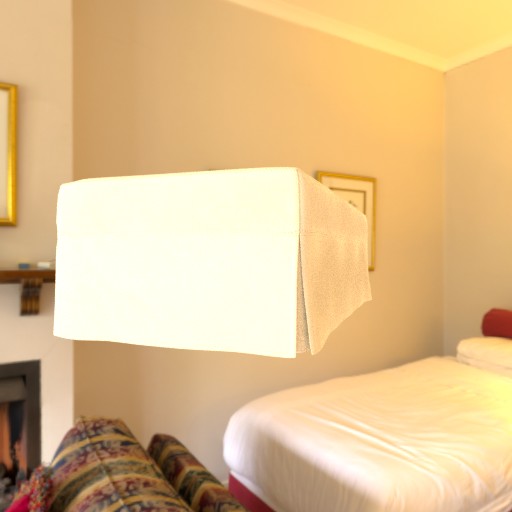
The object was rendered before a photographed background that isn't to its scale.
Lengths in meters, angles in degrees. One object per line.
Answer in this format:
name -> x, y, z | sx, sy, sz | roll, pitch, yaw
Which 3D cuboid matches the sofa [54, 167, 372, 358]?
sofa -> 0.000, 0.000, 2.132 | 0.939, 0.552, 1.677 | 0, 0, 20
